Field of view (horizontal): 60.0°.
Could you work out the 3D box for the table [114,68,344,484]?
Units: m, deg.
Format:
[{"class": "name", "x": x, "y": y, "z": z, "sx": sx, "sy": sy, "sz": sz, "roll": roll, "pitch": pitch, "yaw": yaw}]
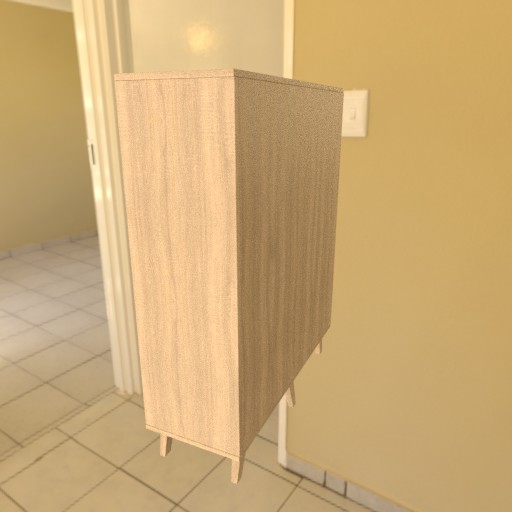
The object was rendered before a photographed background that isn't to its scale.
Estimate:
[{"class": "table", "x": 0.000, "y": 0.000, "z": 1.905, "sx": 0.398, "sy": 1.388, "sz": 1.111, "roll": 8, "pitch": 20, "yaw": 24}]
